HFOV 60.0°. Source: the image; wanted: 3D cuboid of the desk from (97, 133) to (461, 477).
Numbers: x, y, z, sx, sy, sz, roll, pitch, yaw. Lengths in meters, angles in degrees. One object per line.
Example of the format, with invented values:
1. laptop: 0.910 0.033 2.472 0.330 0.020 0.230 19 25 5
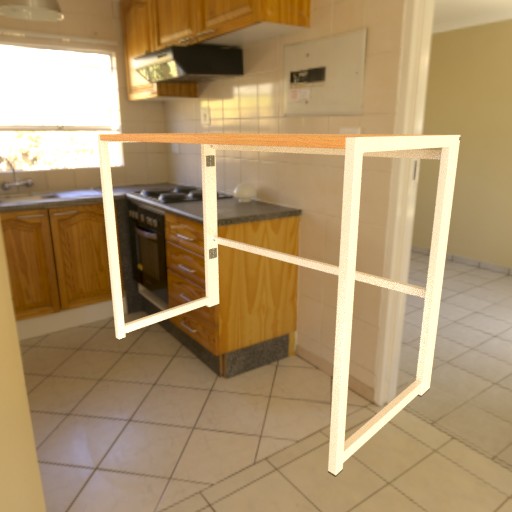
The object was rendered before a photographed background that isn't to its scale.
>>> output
1. desk: 0.000 0.000 1.437 1.016 0.762 0.508 15 22 42
